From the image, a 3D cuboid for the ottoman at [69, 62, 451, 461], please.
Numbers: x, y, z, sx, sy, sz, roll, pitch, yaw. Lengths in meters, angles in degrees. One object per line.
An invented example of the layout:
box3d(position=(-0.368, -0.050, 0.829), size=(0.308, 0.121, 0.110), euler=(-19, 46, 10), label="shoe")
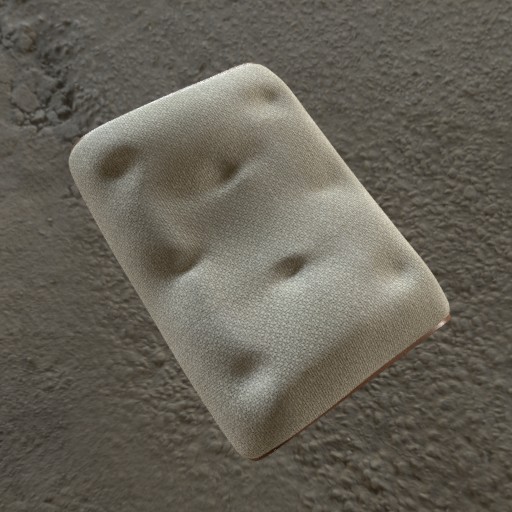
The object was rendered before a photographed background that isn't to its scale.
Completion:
box3d(position=(0.000, 0.000, 0.787), size=(0.394, 0.391, 0.520), euler=(-32, 77, -8), label="ottoman")
